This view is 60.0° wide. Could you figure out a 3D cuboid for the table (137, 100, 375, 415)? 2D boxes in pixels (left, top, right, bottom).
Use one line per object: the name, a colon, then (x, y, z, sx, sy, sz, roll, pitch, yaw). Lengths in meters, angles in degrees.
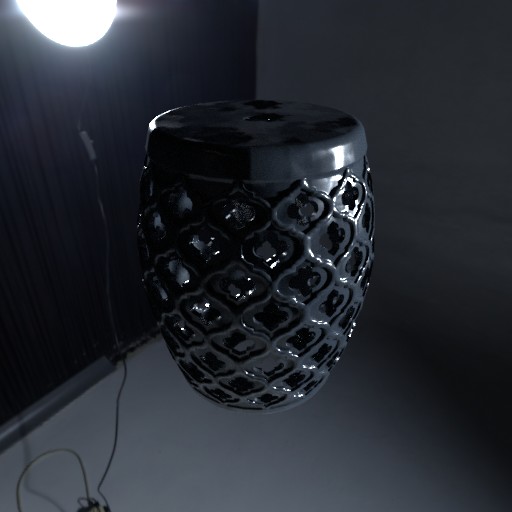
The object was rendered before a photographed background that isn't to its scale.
table: (0.000, 0.000, 0.639, 0.325, 0.388, 0.325, 0, 30, 0)
